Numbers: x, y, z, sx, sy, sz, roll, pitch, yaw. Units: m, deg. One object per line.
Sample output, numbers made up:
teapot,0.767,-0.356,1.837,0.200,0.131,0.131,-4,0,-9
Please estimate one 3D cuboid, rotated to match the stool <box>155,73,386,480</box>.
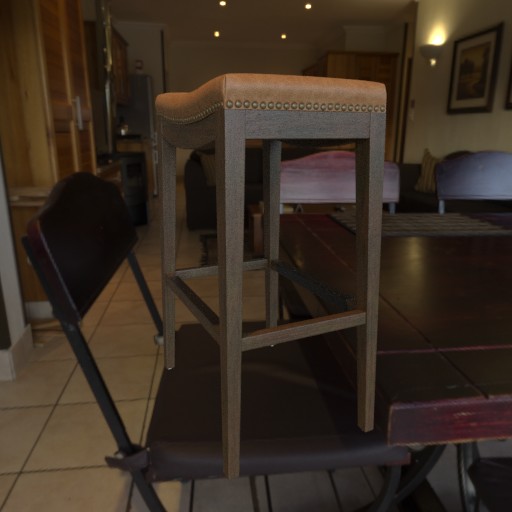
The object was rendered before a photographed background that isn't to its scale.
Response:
stool,0.000,0.000,1.063,0.361,0.759,0.500,-7,17,-25
